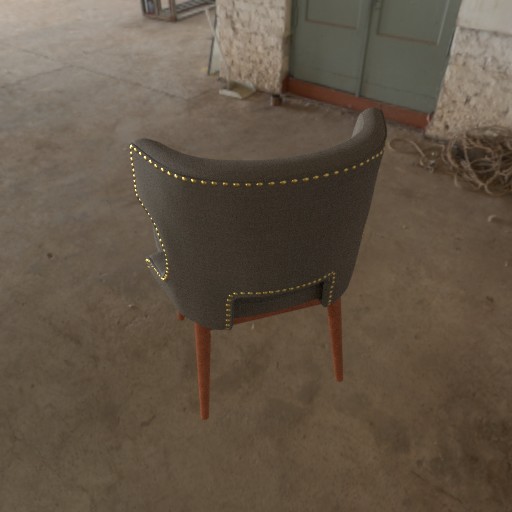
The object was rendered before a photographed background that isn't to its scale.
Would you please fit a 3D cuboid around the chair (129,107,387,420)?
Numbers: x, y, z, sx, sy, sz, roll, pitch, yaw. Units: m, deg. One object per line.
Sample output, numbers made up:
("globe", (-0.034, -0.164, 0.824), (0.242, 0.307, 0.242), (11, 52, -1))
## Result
("chair", (0.000, 0.000, 1.246), (0.595, 0.863, 0.581), (-12, 42, -13))
